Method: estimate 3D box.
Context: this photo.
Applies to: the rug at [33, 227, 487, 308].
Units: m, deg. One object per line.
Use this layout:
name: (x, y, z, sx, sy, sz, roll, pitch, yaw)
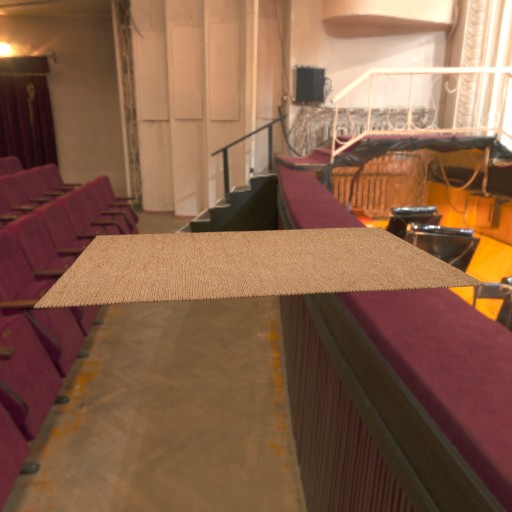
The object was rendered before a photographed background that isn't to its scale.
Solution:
rug: (0.000, 0.000, 3.082, 2.439, 0.011, 1.533, -2, 16, -8)
